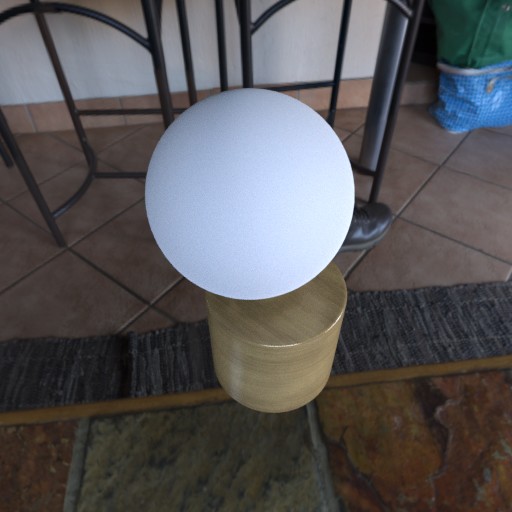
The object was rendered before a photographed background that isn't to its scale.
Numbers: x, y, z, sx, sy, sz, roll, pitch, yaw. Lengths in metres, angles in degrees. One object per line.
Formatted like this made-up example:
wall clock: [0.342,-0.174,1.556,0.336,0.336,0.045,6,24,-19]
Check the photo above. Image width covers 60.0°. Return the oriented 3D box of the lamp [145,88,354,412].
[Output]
lamp: [0.000,0.000,0.344,0.152,0.250,0.141,31,53,27]
